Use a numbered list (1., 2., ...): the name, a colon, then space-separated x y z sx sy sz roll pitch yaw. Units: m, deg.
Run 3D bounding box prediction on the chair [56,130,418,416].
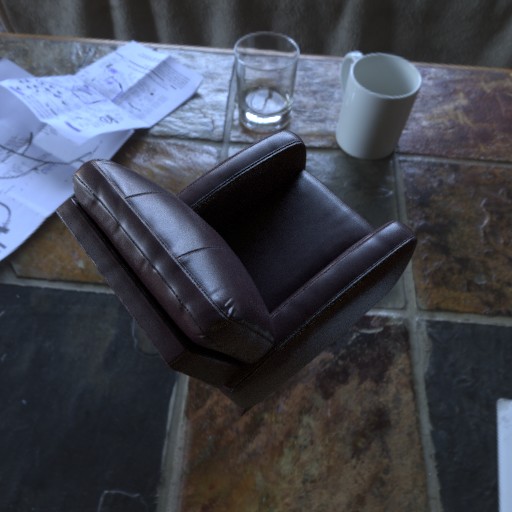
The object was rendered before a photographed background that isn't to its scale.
1. chair: 0.000 0.000 1.636 0.990 0.990 0.762 -35 65 -19
